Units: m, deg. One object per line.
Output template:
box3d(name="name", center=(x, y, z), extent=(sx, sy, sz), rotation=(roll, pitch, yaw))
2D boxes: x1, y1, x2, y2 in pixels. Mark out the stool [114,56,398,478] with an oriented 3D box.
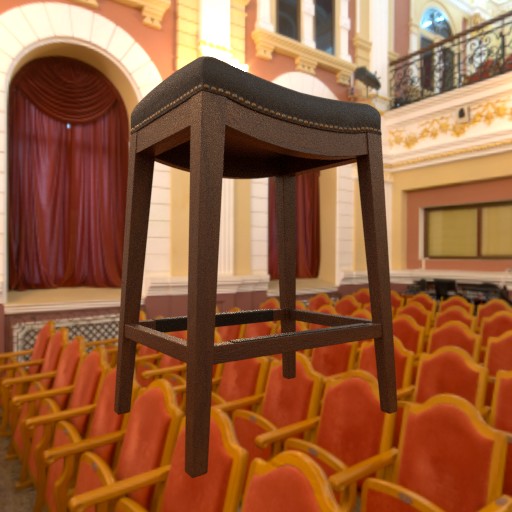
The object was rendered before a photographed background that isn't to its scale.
box3d(name="stool", center=(0.000, 0.000, 0.944), extent=(0.490, 0.664, 0.353), rotation=(0, 0, -36))
